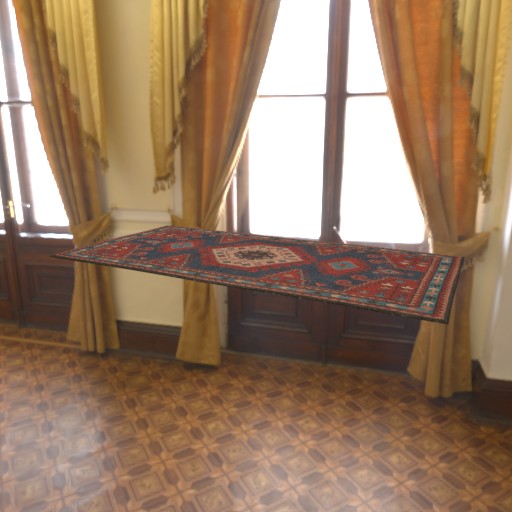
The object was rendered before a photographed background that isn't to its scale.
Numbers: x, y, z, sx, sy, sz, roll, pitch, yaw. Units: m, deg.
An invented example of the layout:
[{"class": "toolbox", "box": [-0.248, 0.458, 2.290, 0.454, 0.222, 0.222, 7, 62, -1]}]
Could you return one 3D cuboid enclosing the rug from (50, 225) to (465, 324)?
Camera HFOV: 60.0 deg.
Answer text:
[{"class": "rug", "box": [0.000, 0.000, 3.623, 3.032, 0.034, 1.522, 7, 16, 26]}]
